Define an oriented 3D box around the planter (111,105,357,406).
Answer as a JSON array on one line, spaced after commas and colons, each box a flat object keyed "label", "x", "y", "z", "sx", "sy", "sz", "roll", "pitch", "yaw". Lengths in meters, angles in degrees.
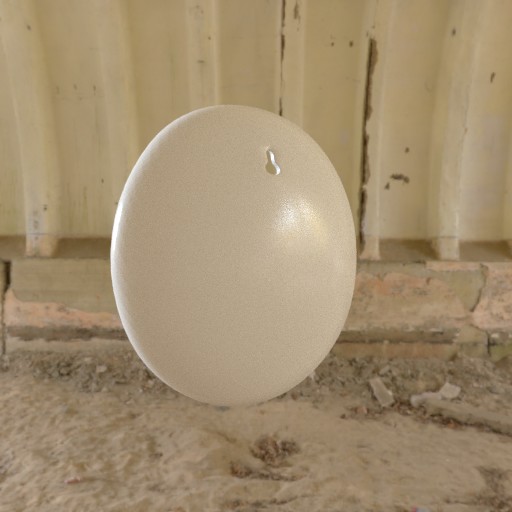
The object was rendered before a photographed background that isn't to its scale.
[{"label": "planter", "x": 0.000, "y": 0.000, "z": 0.282, "sx": 0.185, "sy": 0.188, "sz": 0.043, "roll": 0, "pitch": 1, "yaw": -36}]
